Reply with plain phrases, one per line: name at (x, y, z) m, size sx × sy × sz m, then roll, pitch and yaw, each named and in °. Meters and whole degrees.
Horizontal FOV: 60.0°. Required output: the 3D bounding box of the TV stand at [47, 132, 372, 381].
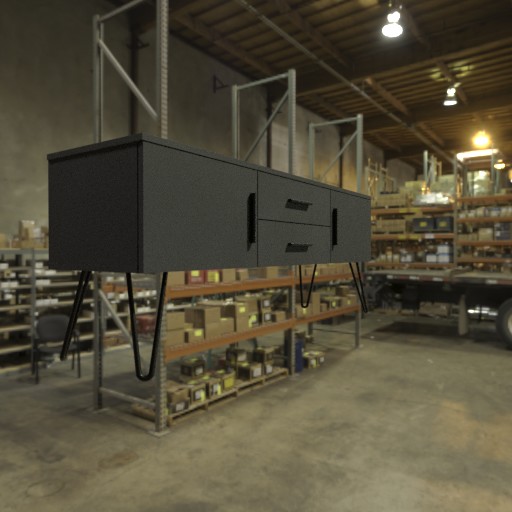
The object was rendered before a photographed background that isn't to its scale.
TV stand at (0.000, 0.000, 1.661) m, size 0.400 × 0.560 × 1.400 m, roll 0°, pitch 1°, yaw 35°
